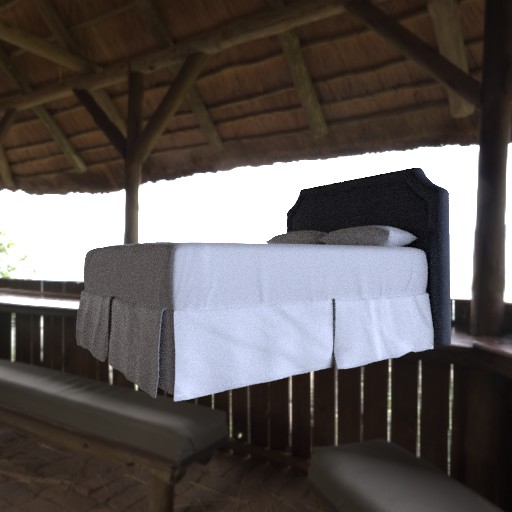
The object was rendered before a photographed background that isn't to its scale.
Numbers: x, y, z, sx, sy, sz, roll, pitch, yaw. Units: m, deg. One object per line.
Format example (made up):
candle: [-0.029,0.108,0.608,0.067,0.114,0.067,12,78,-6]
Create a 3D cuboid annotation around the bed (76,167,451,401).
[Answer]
bed: [0.000,0.000,3.130,2.116,1.290,1.693,0,0,-35]
